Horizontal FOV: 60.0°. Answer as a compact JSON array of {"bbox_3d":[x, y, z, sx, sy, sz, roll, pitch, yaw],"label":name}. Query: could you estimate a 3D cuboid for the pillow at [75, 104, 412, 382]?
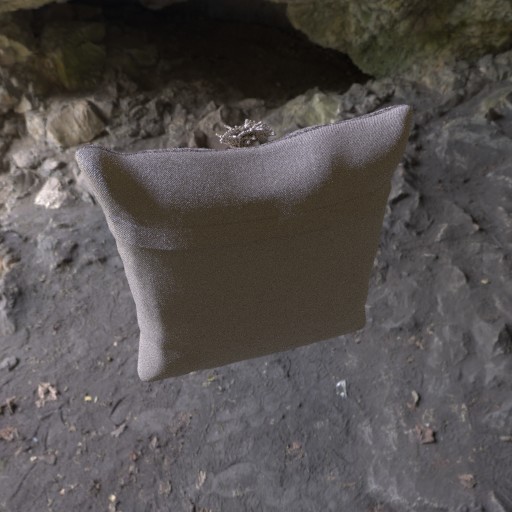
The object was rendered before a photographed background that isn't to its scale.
[{"bbox_3d":[0.000,0.000,0.771,0.484,0.490,0.234,-11,42,-13],"label":"pillow"}]
